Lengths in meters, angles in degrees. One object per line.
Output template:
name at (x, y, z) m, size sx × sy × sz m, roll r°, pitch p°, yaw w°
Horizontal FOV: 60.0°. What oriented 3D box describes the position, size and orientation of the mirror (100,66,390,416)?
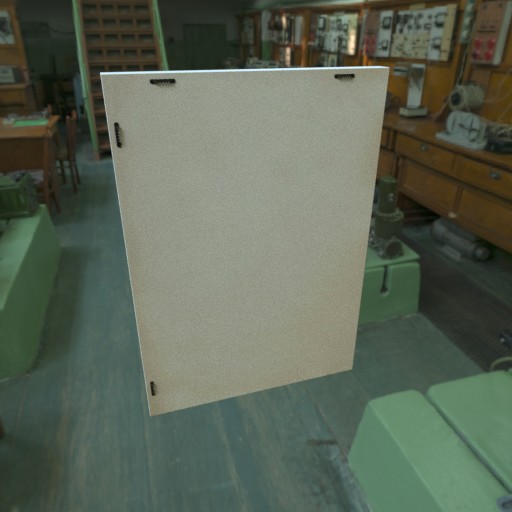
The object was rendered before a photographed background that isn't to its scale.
mirror at (0.000, 0.000, 0.915) m, size 0.507 × 0.710 × 0.040 m, roll -8°, pitch 28°, yaw -16°
